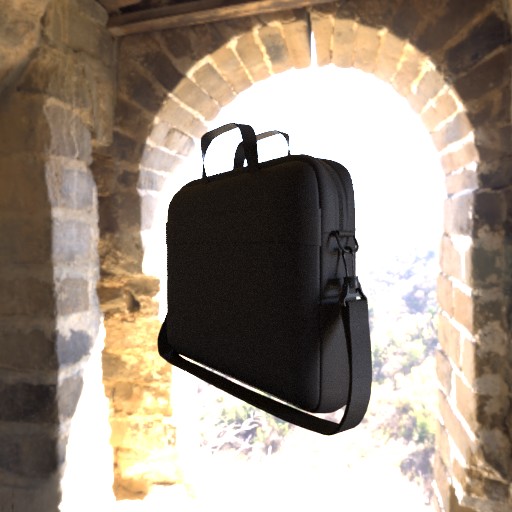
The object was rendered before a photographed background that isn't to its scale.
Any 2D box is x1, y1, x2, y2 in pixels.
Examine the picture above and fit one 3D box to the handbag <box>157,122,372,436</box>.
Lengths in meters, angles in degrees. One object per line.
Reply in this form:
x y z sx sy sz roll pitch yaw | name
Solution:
0.000 0.000 0.590 0.126 0.330 0.429 -1 1 -35 | handbag
